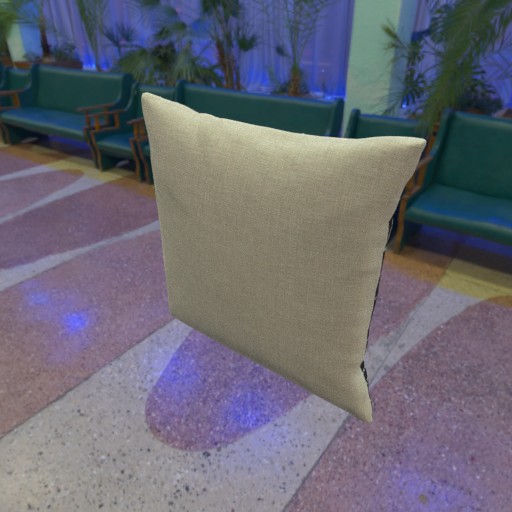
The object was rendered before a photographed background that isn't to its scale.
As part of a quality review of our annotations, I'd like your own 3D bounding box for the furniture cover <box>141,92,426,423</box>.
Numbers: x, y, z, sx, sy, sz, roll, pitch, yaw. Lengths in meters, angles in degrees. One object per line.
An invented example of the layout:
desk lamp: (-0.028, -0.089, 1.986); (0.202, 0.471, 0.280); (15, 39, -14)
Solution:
furniture cover: (0.000, 0.000, 0.795); (0.517, 0.508, 0.158); (21, 37, 31)
